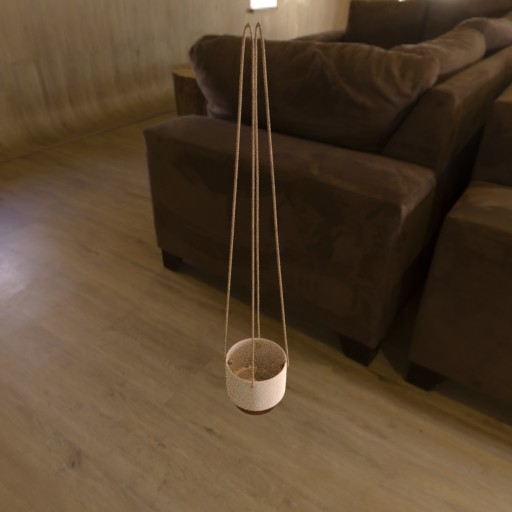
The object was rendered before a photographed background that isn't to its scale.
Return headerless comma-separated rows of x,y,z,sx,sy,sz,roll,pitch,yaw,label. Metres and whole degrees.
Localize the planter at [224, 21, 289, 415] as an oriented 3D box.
0.000,0.000,0.897,0.146,0.841,0.146,-24,39,-32,planter
